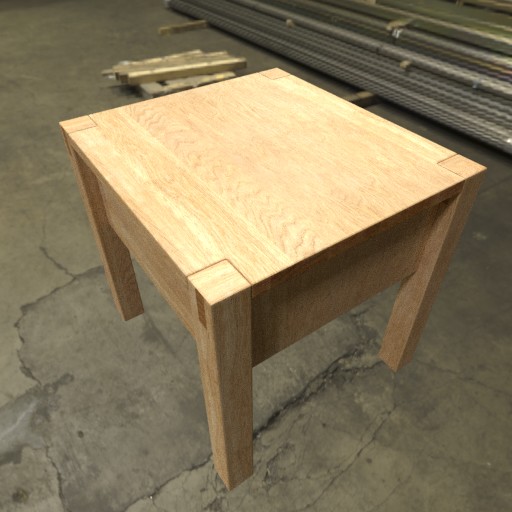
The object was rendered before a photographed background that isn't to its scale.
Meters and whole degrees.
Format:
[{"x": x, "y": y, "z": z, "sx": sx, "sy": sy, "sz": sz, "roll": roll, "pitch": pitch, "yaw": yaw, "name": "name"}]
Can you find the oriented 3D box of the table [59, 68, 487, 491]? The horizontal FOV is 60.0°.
[{"x": 0.000, "y": 0.000, "z": 0.808, "sx": 0.440, "sy": 0.450, "sz": 0.480, "roll": -25, "pitch": 47, "yaw": -25, "name": "table"}]
